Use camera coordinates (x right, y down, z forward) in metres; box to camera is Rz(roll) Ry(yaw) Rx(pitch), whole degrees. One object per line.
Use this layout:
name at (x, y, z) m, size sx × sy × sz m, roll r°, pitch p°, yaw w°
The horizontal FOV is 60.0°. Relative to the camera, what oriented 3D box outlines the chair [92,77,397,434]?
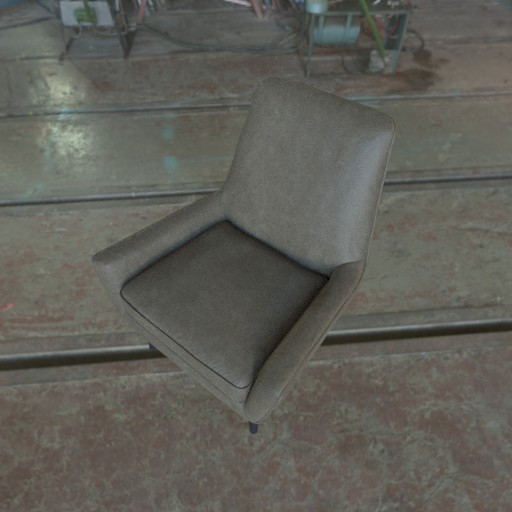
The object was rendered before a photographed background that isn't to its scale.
chair at (0.000, 0.000, 1.526) m, size 0.787 × 0.888 × 0.824 m, roll 31°, pitch 53°, yaw 26°
